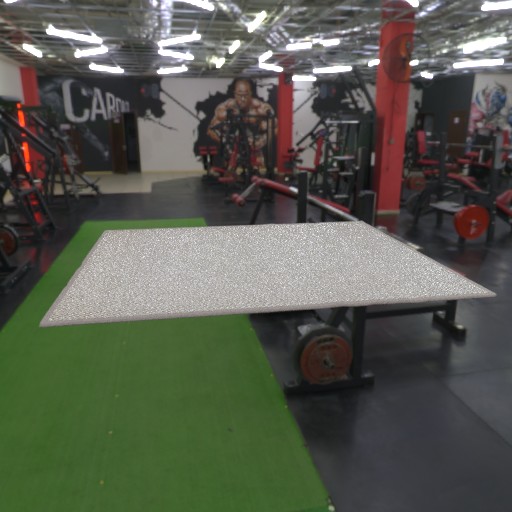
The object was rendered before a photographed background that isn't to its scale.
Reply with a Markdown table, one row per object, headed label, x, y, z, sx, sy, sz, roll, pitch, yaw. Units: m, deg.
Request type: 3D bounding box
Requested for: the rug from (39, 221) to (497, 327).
| label | x | y | z | sx | sy | sz | roll | pitch | yaw |
| --- | --- | --- | --- | --- | --- | --- | --- | --- | --- |
| rug | 0.000 | 0.000 | 3.987 | 3.007 | 0.032 | 2.434 | -3 | 17 | -9 |
